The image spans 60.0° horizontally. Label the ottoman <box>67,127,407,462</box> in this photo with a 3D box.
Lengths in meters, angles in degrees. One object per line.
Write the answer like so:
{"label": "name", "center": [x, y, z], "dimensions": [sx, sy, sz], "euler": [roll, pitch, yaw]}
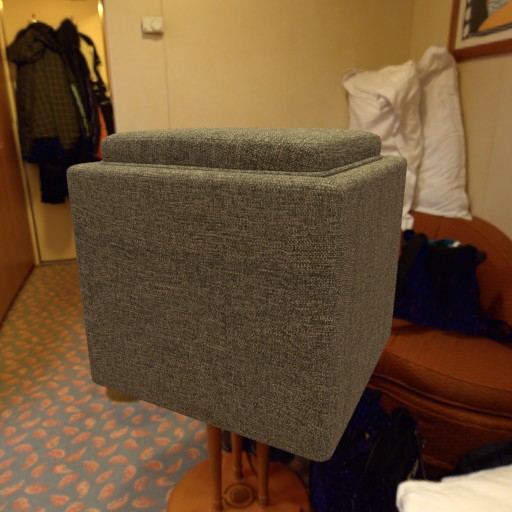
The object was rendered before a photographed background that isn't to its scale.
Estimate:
{"label": "ottoman", "center": [0.000, 0.000, 0.829], "dimensions": [0.450, 0.460, 0.450], "euler": [8, 19, 26]}
